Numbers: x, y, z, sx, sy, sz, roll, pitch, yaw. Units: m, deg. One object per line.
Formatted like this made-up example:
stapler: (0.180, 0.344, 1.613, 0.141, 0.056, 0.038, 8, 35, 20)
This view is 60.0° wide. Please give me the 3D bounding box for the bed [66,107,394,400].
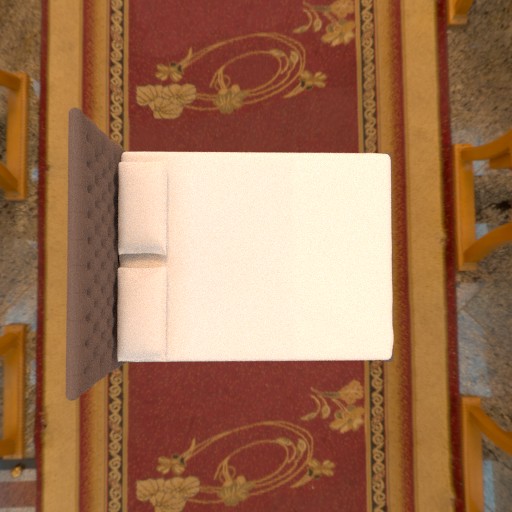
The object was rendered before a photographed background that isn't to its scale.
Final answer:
bed: (0.000, 0.000, 3.262, 2.233, 1.426, 1.696, 0, 89, -2)
